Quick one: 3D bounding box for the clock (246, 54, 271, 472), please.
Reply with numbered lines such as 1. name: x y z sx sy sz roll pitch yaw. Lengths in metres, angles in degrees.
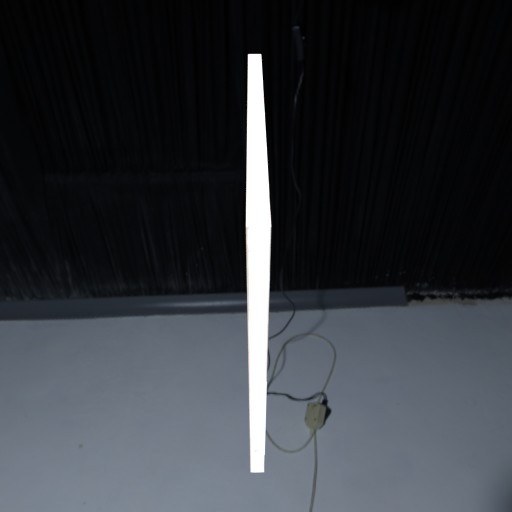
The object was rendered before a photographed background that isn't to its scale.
1. clock: 0.000 0.000 1.055 0.032 0.705 0.705 0 41 0
